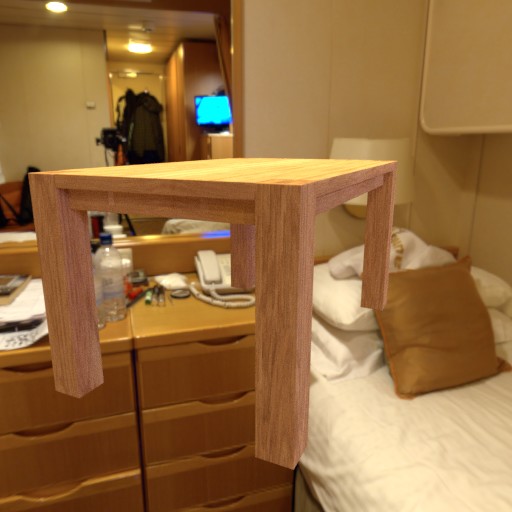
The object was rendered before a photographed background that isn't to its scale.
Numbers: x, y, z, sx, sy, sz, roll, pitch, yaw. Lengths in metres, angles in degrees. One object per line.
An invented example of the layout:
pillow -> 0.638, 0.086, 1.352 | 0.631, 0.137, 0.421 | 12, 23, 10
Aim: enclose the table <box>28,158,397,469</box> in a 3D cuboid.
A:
table -> 0.000, 0.000, 1.892 | 0.900, 0.760, 1.400 | 7, 16, 25
